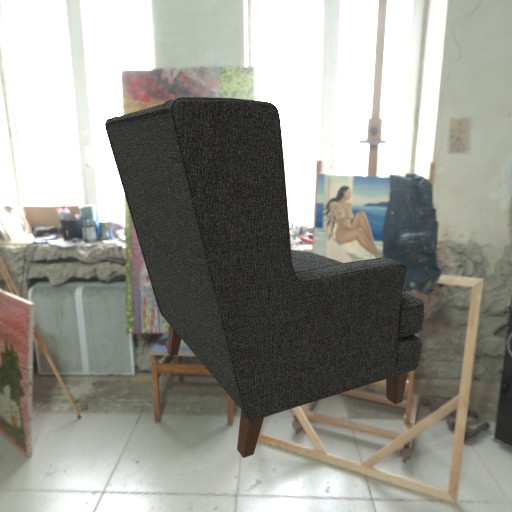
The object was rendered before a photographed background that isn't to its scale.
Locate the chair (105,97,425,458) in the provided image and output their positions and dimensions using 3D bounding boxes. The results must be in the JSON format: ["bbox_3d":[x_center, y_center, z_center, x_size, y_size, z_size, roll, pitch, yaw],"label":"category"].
[{"bbox_3d":[0.000,0.000,1.757,0.927,1.082,0.942,-7,16,-27],"label":"chair"}]
